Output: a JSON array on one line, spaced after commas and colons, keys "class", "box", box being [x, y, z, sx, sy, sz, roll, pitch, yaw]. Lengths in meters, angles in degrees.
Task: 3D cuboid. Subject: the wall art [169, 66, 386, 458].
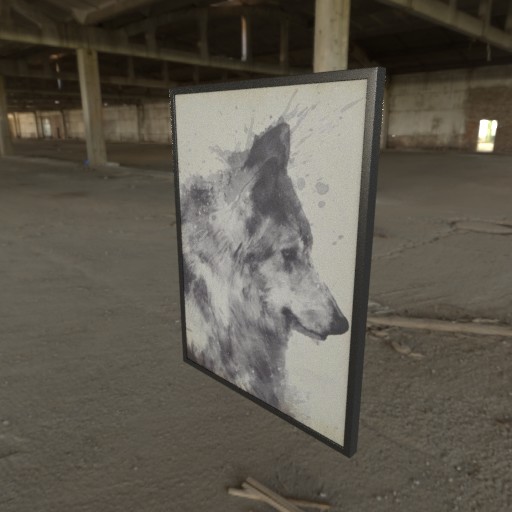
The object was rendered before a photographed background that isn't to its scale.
[{"class": "wall art", "box": [0.000, 0.000, 1.429, 0.804, 1.061, 0.039, 15, 22, 42]}]
